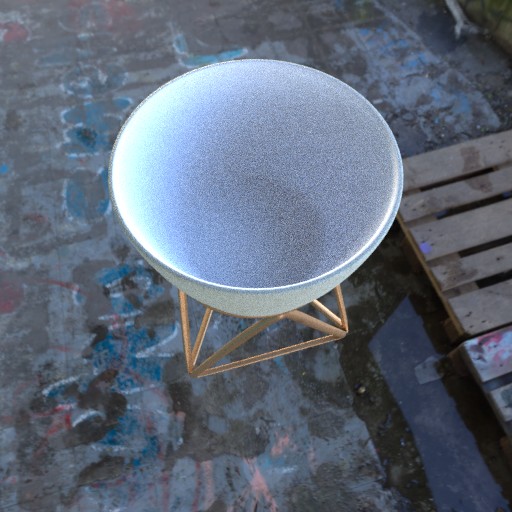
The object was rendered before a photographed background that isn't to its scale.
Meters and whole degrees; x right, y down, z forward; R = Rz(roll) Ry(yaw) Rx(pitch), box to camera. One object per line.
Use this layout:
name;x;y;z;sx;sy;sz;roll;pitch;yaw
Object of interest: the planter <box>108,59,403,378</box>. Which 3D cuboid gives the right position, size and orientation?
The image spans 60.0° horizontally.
planter;0.000;0.000;0.751;0.350;0.504;0.350;-14;64;-7
